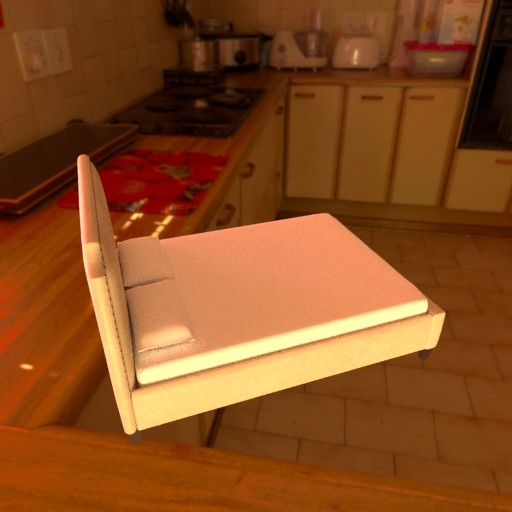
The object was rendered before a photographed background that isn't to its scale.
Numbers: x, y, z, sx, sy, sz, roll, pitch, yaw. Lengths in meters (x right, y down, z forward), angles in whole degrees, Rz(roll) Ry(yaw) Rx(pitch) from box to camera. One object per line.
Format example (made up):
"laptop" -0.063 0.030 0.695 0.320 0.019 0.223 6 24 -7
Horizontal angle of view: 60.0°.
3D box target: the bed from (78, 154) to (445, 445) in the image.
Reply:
"bed" 0.000 0.000 3.445 2.372 1.443 1.712 -11 33 -17
